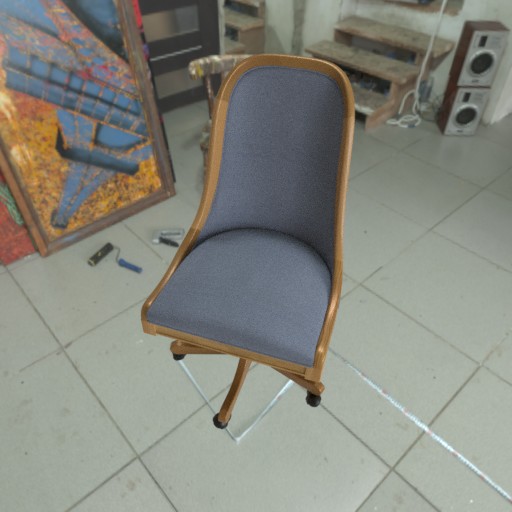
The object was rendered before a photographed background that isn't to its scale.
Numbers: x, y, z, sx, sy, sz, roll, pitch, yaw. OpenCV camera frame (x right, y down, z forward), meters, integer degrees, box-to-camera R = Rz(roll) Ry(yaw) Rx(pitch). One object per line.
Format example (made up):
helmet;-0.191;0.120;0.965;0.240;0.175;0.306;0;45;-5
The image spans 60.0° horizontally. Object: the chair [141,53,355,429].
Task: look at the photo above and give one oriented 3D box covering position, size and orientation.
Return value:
chair;0.000;0.000;1.445;0.605;1.031;0.735;13;44;14
